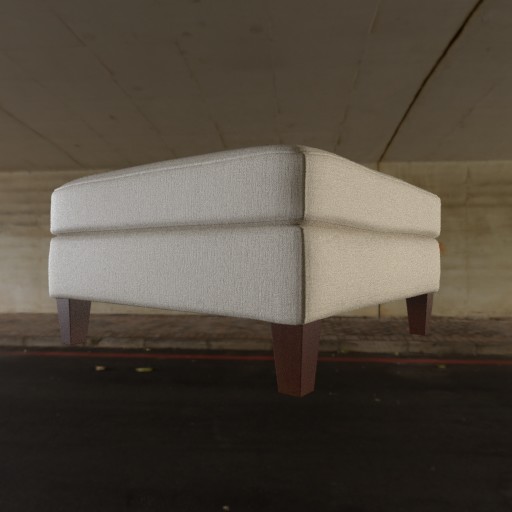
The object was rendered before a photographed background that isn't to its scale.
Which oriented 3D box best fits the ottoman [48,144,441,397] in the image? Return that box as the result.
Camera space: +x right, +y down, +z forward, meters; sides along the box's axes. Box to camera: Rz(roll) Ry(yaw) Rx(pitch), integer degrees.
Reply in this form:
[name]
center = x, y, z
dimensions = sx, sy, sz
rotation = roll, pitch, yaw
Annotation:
[ottoman]
center = 0.000, 0.000, 1.293
dimensions = 0.838, 0.478, 0.838
rotation = 0, 0, 37
